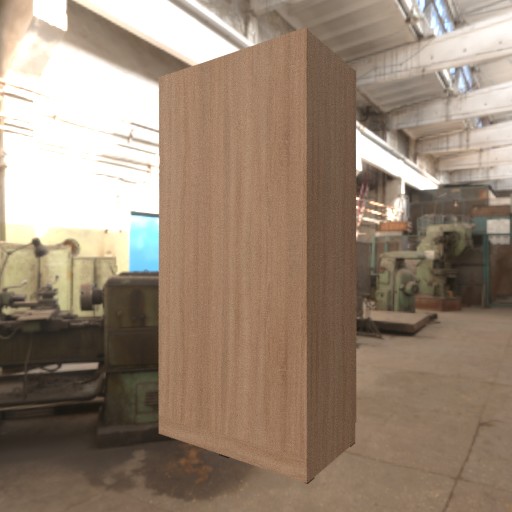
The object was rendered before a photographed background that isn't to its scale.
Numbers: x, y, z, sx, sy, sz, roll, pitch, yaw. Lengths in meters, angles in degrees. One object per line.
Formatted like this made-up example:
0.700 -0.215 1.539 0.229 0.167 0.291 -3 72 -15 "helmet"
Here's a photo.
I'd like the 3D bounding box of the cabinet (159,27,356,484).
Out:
0.000 0.000 2.583 1.001 2.121 0.590 0 0 35 "cabinet"
